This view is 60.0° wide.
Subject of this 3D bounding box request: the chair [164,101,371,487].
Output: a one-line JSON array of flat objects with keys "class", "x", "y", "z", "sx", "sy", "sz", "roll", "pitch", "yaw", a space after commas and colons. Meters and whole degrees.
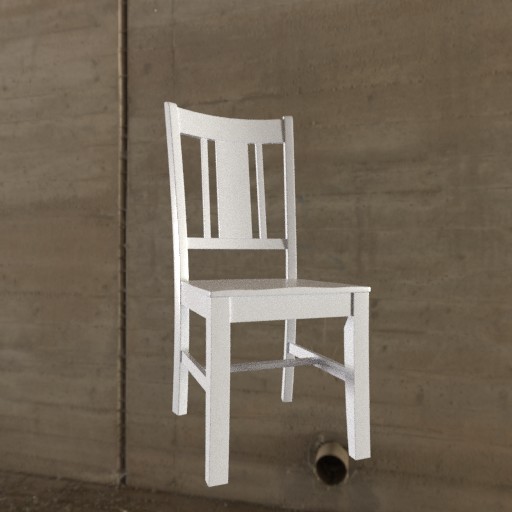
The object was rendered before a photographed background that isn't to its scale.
[{"class": "chair", "x": 0.000, "y": 0.000, "z": 1.278, "sx": 0.450, "sy": 0.998, "sz": 0.555, "roll": 0, "pitch": 0, "yaw": -20}]
